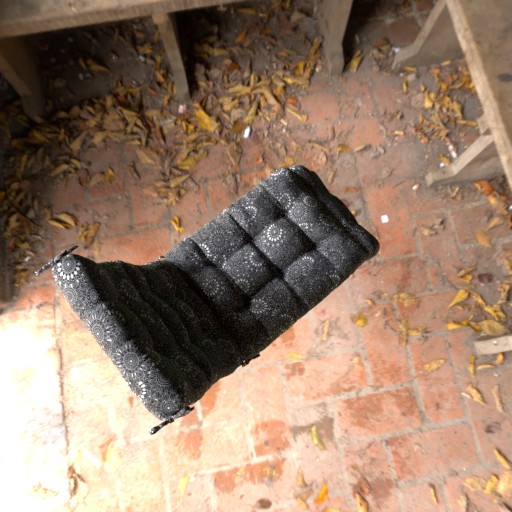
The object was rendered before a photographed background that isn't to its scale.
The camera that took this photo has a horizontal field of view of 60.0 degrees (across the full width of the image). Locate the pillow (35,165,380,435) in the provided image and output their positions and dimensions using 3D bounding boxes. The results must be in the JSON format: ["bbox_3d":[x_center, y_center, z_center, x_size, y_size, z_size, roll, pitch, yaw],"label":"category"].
[{"bbox_3d":[0.000,0.000,1.504,1.016,0.863,0.526,-39,79,-9],"label":"pillow"}]
